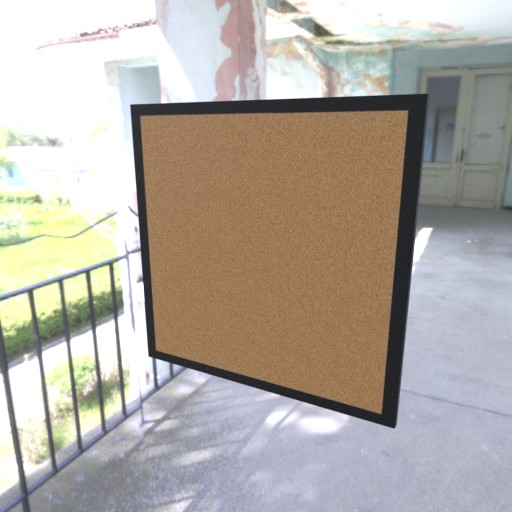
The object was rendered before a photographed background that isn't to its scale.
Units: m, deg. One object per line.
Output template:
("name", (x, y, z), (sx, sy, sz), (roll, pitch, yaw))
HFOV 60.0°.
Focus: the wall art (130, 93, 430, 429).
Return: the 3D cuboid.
("wall art", (0.000, 0.000, 0.988), (0.663, 0.659, 0.016), (8, 18, 27))
